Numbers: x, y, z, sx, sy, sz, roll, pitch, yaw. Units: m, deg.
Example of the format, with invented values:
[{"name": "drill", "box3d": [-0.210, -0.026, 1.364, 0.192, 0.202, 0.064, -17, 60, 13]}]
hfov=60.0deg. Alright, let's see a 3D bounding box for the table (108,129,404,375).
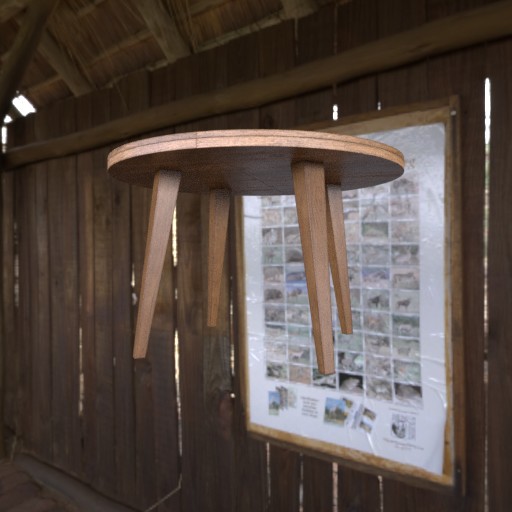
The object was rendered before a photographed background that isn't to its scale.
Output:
[{"name": "table", "box3d": [0.000, 0.000, 1.916, 1.213, 0.764, 1.213, 0, 1, 0]}]
